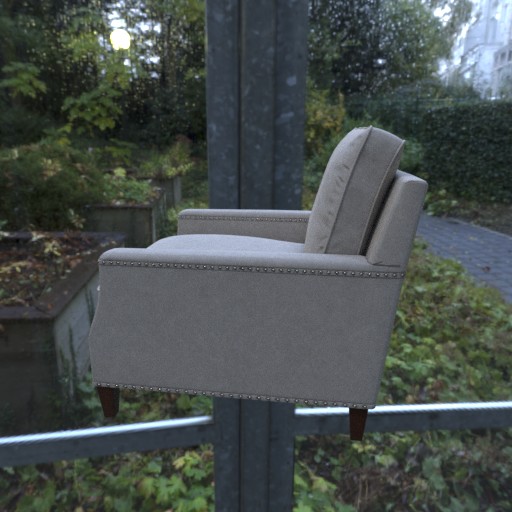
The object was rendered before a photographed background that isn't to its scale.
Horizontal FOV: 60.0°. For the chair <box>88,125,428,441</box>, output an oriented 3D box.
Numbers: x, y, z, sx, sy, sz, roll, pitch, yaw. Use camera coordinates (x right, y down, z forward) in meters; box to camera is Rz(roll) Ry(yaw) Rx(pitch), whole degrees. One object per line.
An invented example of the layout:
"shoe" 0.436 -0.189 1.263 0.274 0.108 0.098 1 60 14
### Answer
"chair" 0.000 0.000 1.684 1.014 0.943 0.853 2 16 8
